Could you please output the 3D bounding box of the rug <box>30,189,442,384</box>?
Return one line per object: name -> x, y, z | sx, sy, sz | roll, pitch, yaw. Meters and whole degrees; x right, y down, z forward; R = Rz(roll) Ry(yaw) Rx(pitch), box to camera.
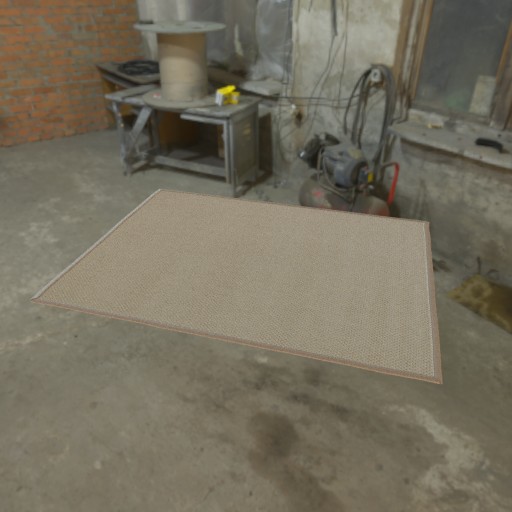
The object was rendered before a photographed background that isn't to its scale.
rug -> 0.000, 0.000, 2.721 | 2.081, 0.020, 1.525 | 9, 33, 13
